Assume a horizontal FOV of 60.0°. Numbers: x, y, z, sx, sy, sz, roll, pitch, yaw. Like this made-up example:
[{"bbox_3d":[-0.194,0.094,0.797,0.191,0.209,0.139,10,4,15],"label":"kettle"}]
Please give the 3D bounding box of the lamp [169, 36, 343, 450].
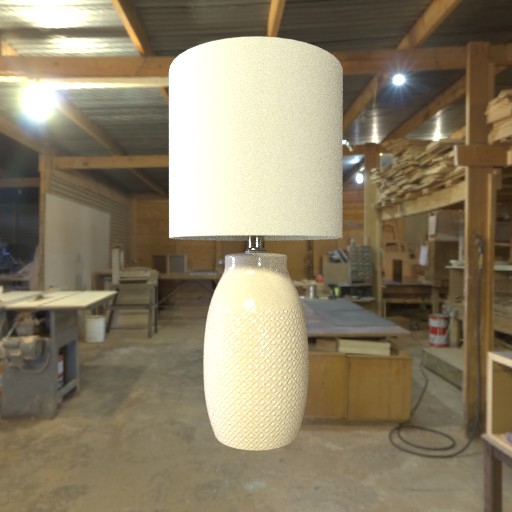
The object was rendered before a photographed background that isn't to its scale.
[{"bbox_3d":[0.000,0.000,0.565,0.217,0.453,0.217,0,1,-2],"label":"lamp"}]
